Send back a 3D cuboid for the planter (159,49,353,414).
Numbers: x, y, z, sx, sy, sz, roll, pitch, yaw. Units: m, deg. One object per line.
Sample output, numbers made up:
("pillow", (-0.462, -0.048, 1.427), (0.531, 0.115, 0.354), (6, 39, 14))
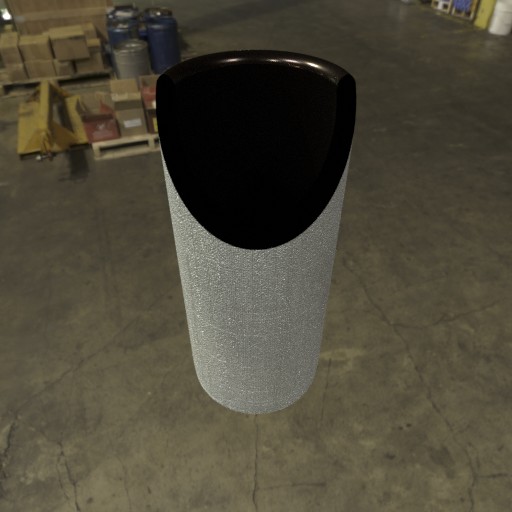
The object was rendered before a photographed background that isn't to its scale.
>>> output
("planter", (0.000, 0.000, 0.131), (0.045, 0.103, 0.045), (-13, 43, -14))
